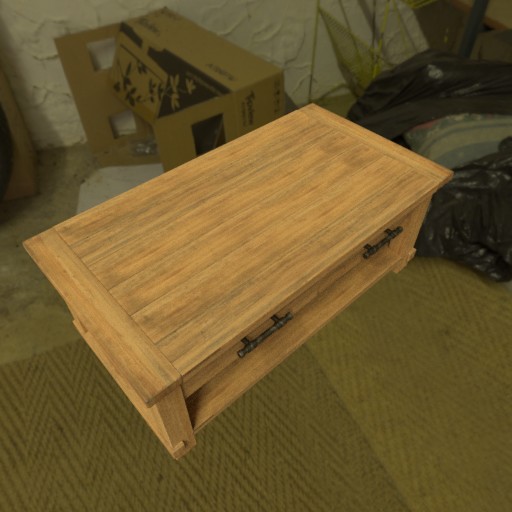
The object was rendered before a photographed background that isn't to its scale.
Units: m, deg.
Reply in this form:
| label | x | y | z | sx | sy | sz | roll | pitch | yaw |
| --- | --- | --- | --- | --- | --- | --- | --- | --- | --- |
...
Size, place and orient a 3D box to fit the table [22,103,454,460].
| label | x | y | z | sx | sy | sz | roll | pitch | yaw |
| --- | --- | --- | --- | --- | --- | --- | --- | --- | --- |
| table | 0.000 | 0.000 | 1.616 | 1.270 | 0.494 | 0.693 | -33 | 55 | -28 |
